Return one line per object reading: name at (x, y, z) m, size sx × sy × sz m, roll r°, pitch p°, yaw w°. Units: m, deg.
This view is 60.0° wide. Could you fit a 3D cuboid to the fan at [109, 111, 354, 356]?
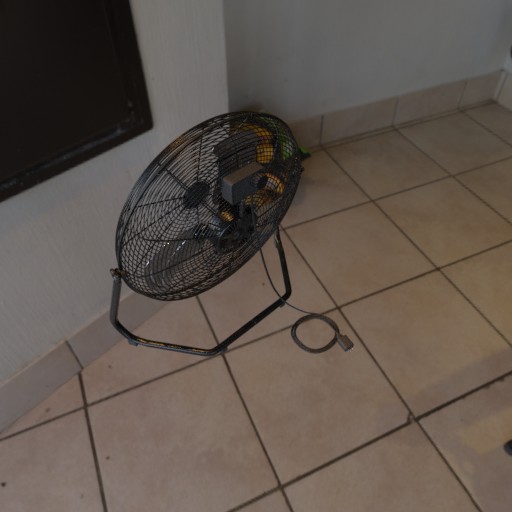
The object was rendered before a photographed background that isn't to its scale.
fan at (0.000, 0.000, 0.933) m, size 0.555 × 0.546 × 0.424 m, roll -34°, pitch 56°, yaw -27°
